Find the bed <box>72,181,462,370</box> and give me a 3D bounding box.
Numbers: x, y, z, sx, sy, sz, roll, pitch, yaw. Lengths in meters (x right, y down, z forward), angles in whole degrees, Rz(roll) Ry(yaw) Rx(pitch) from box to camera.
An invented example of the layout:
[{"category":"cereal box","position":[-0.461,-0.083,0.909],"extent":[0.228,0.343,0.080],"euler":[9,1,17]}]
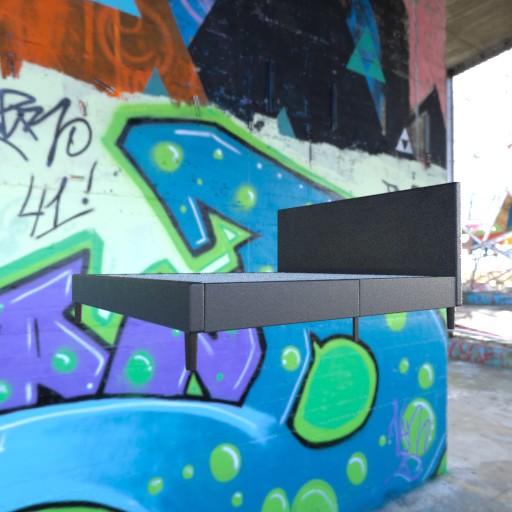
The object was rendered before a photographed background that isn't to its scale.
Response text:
[{"category":"bed","position":[0.000,0.000,3.333],"extent":[2.152,1.046,2.018],"euler":[1,-1,-36]}]
